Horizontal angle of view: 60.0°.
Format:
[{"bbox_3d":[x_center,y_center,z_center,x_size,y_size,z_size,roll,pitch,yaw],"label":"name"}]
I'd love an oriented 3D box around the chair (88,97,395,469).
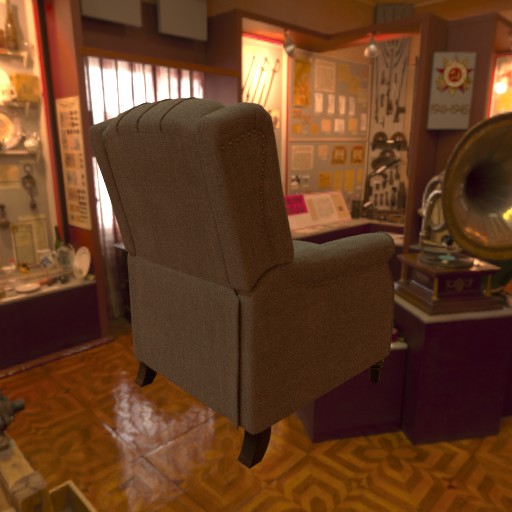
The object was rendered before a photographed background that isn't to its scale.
[{"bbox_3d":[0.000,0.000,1.607,0.898,1.035,0.742,-13,19,-42],"label":"chair"}]
